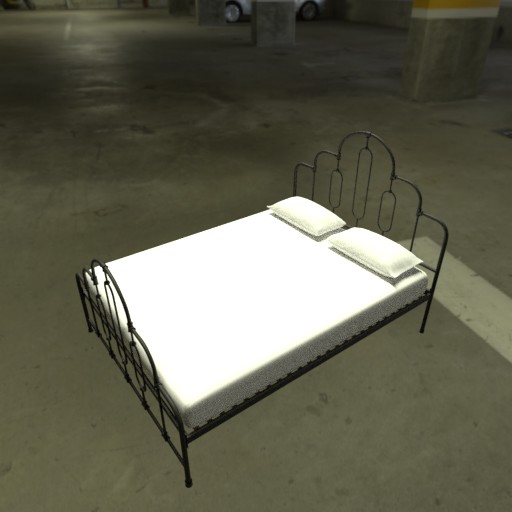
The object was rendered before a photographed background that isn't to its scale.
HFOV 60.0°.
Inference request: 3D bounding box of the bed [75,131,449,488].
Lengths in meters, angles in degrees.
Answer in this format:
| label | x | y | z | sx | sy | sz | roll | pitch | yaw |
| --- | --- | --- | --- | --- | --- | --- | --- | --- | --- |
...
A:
| label | x | y | z | sx | sy | sz | roll | pitch | yaw |
| --- | --- | --- | --- | --- | --- | --- | --- | --- | --- |
| bed | 0.000 | 0.000 | 3.185 | 2.163 | 1.429 | 1.640 | -21 | 37 | -31 |
